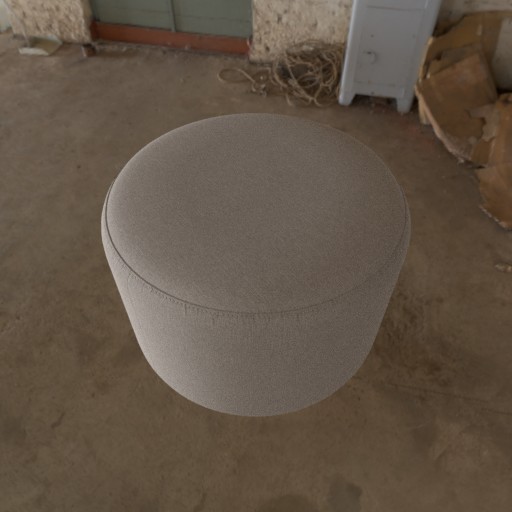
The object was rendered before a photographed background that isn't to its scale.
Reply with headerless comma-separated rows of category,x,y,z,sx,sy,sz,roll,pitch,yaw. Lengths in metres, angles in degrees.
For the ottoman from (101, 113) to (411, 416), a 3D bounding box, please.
ottoman,0.000,0.000,1.005,0.608,0.433,0.608,0,48,0
